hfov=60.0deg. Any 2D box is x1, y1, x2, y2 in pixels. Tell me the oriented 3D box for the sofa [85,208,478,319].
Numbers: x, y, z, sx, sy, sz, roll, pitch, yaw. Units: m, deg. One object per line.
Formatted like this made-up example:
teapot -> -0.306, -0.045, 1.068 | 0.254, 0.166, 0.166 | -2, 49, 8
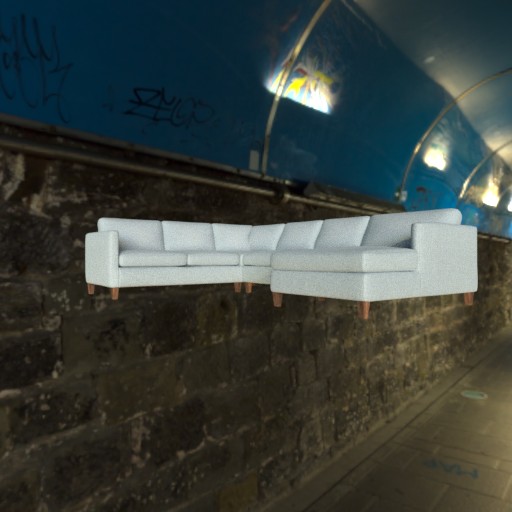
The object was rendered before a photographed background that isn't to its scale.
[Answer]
sofa -> 0.000, 0.000, 4.597 | 2.551, 0.889, 3.403 | 0, 0, -37
